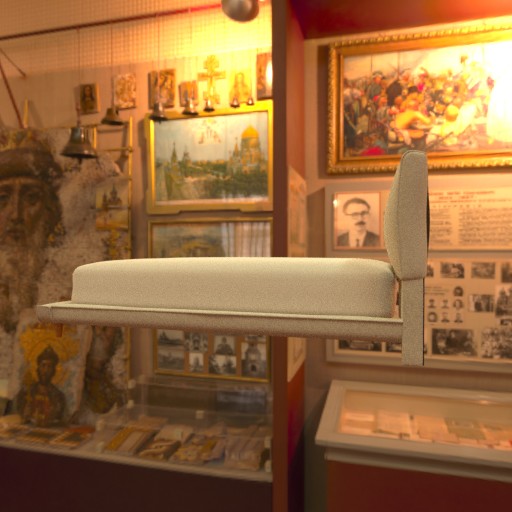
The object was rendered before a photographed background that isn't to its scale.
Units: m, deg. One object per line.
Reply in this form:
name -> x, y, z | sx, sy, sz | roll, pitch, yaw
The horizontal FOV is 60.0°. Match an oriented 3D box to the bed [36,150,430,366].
bed -> 0.000, 0.000, 3.336 | 2.368, 1.067, 1.840 | 0, 1, 17
